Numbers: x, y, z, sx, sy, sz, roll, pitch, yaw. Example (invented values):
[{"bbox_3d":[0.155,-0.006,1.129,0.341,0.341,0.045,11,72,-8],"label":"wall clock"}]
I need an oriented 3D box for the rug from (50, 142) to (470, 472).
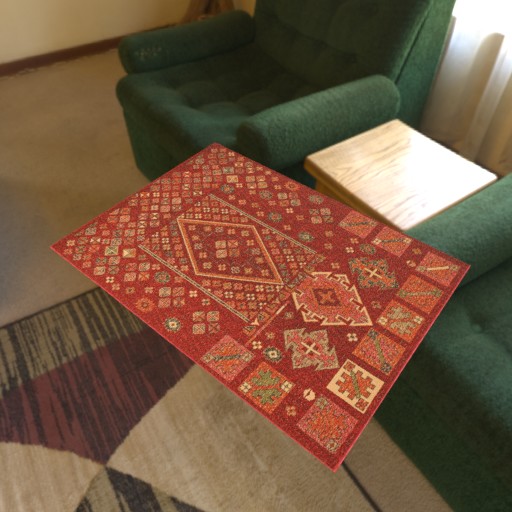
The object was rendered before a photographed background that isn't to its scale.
[{"bbox_3d":[0.000,0.000,4.286,3.306,0.011,2.389,31,54,26],"label":"rug"}]
